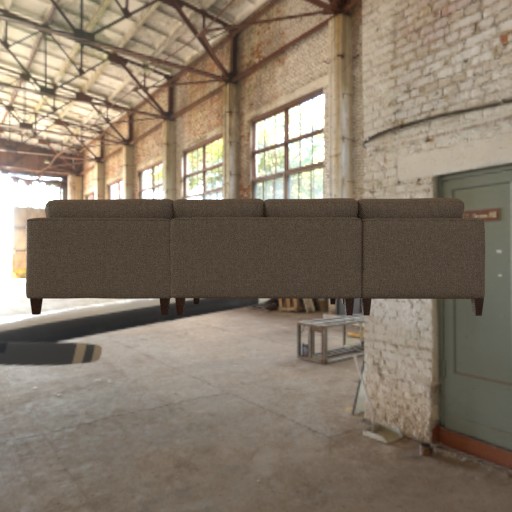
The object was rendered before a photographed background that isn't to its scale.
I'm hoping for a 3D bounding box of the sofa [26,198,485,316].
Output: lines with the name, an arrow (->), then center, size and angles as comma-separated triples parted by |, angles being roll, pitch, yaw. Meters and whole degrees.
sofa -> 0.000, 0.000, 4.479 | 3.403, 0.889, 2.551 | 0, 0, 1
